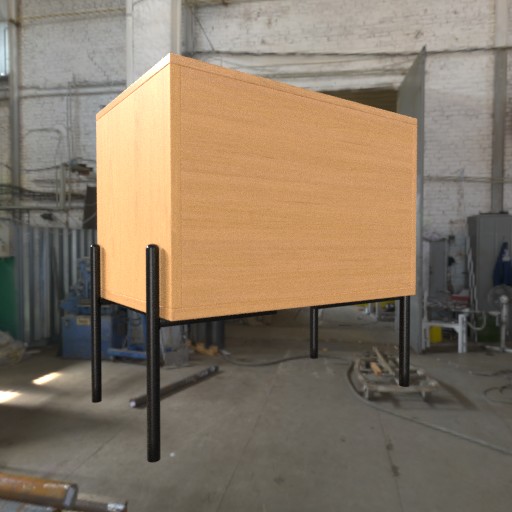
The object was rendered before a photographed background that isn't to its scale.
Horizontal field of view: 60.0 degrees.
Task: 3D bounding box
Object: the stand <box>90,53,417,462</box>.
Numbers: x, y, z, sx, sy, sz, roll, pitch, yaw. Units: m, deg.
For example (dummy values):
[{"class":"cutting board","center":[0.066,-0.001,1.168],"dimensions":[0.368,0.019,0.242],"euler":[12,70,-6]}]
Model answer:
[{"class":"stand","center":[0.000,0.000,0.973],"dimensions":[0.630,0.600,0.400],"euler":[-1,2,-35]}]
